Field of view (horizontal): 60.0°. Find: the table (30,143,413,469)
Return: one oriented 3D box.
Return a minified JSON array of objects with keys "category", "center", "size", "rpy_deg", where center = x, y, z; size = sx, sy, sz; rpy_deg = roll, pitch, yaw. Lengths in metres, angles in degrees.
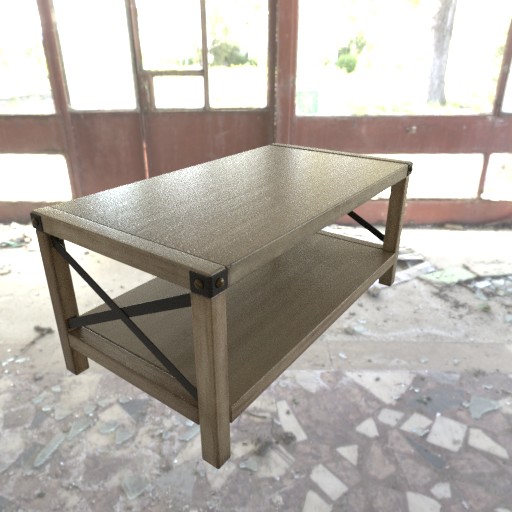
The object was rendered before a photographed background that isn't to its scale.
[{"category":"table","center":[0.000,0.000,1.322],"size":[0.559,0.456,1.016],"rpy_deg":[17,30,32]}]
